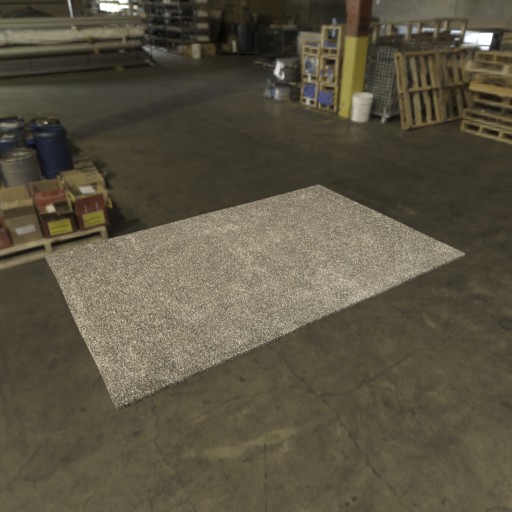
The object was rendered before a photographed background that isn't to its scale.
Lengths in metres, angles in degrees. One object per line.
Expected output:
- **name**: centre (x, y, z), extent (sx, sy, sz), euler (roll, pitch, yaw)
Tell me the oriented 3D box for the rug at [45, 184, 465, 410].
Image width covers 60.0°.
- **rug**: centre (0.000, 0.000, 2.932), extent (2.350, 0.025, 1.502), euler (-18, 35, -28)
